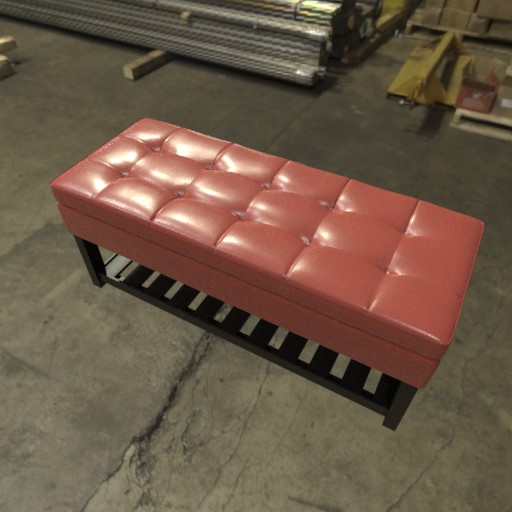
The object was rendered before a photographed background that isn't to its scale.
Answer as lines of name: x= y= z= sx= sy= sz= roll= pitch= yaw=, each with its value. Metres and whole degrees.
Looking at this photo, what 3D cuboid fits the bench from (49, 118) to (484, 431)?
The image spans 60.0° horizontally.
bench: x=0.000 y=0.000 z=1.329 sx=1.105 sy=0.460 sz=0.432 roll=22 pitch=50 yaw=19
